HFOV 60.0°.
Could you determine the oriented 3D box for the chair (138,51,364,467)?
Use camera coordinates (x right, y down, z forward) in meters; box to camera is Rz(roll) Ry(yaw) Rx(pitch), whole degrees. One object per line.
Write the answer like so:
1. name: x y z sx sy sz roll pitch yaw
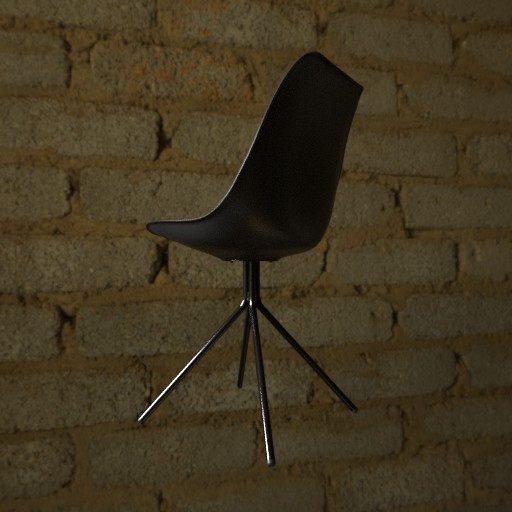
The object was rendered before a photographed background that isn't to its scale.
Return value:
1. chair: 0.000 0.000 1.159 0.525 0.850 0.461 -1 -1 37
